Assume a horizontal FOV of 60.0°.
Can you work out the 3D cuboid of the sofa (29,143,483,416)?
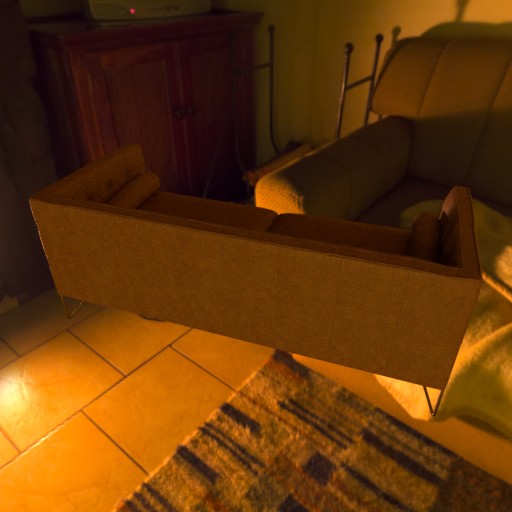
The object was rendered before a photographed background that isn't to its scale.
[{"bbox_3d":[0.000,0.000,2.443,2.079,0.798,0.912,11,35,16],"label":"sofa"}]
